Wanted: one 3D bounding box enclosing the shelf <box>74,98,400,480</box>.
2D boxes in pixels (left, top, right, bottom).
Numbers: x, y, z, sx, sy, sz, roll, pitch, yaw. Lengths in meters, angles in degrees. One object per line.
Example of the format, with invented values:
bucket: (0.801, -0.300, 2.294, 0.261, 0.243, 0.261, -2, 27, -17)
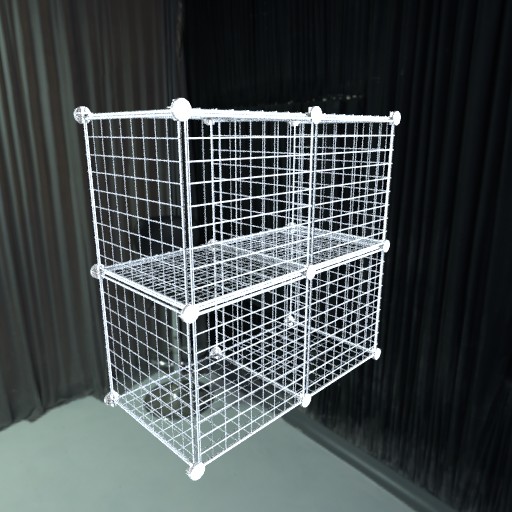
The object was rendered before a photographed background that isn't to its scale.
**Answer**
shelf: (0.000, 0.000, 1.131, 0.711, 0.711, 0.356, -15, 22, -43)
